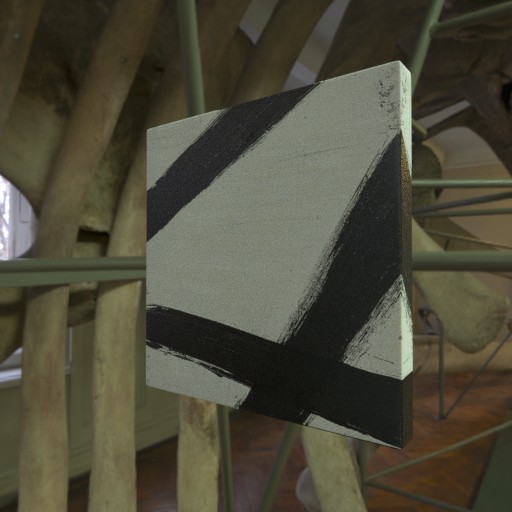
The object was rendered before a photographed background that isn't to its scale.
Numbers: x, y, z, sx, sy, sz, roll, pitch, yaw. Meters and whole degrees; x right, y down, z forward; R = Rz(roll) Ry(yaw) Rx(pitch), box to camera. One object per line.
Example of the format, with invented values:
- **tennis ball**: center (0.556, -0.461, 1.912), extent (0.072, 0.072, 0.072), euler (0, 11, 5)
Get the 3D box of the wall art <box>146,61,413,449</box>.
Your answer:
- **wall art**: center (0.000, 0.000, 0.746), extent (0.507, 0.508, 0.050), euler (-1, -1, 37)
